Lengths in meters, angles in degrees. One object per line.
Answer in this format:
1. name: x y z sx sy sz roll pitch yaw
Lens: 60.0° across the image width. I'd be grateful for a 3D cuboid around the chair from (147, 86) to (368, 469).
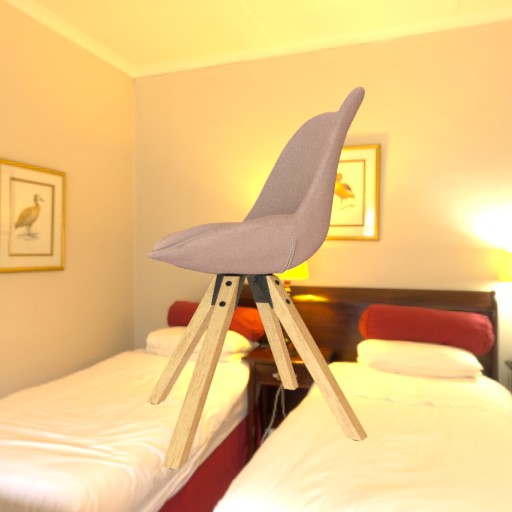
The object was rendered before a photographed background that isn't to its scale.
1. chair: 0.000 0.000 1.156 0.550 0.850 0.485 0 1 -18
